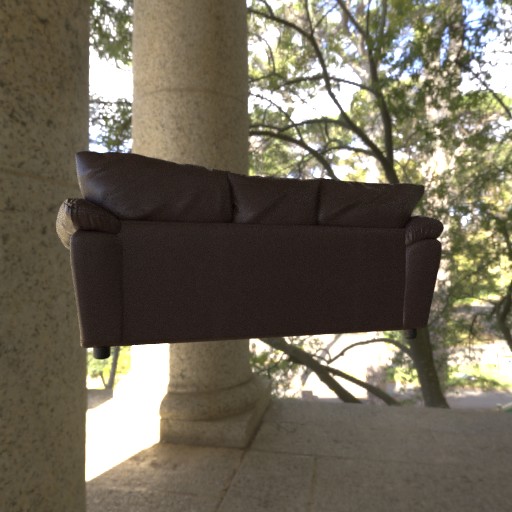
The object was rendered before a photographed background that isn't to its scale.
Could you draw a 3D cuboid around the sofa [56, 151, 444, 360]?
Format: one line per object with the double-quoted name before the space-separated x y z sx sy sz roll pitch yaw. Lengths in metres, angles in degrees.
"sofa" 0.000 0.000 2.884 2.390 1.091 0.907 0 -1 -19
